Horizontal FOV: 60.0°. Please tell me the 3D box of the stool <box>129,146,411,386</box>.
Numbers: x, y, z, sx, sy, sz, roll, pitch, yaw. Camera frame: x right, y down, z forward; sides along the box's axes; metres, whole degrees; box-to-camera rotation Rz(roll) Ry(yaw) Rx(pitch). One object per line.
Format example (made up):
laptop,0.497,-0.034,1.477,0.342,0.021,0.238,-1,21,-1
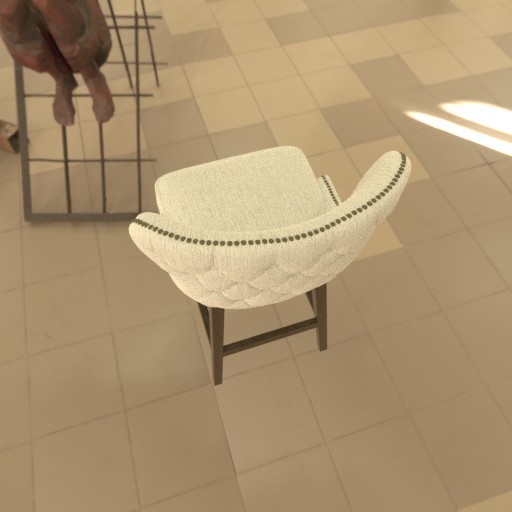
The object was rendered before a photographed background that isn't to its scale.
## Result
stool,0.000,0.000,1.354,0.615,0.972,0.597,-16,59,-10
